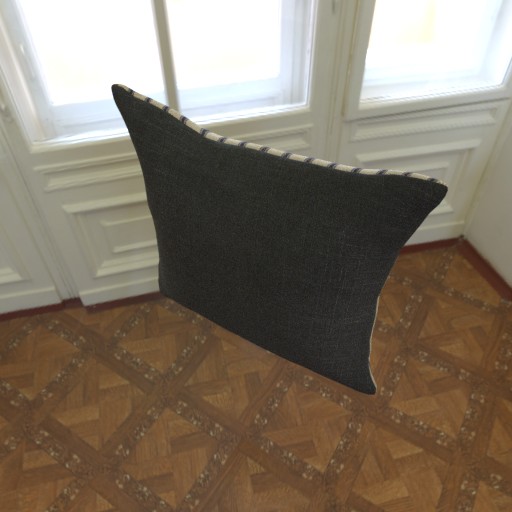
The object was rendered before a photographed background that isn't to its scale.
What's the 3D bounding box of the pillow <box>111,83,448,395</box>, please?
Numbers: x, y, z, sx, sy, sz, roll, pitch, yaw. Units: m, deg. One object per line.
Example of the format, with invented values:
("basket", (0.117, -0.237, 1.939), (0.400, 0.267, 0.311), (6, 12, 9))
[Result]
("pillow", (0.000, 0.000, 0.687), (0.468, 0.444, 0.138), (23, 49, 21))
